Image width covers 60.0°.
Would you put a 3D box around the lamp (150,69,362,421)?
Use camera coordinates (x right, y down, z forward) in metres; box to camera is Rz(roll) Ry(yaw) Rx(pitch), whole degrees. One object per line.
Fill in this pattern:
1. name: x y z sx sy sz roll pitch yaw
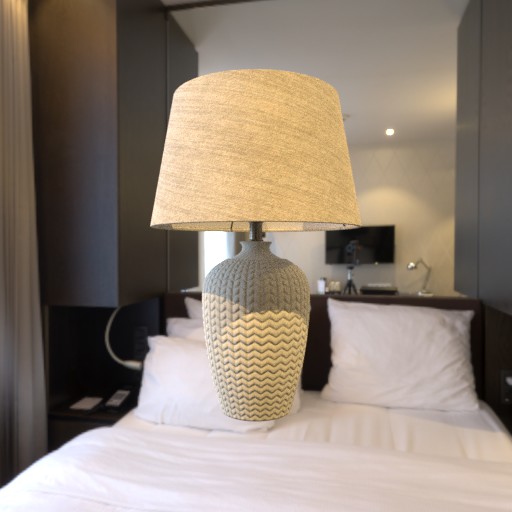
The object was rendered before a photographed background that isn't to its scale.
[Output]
1. lamp: 0.000 0.000 0.840 0.390 0.580 0.390 0 1 0
